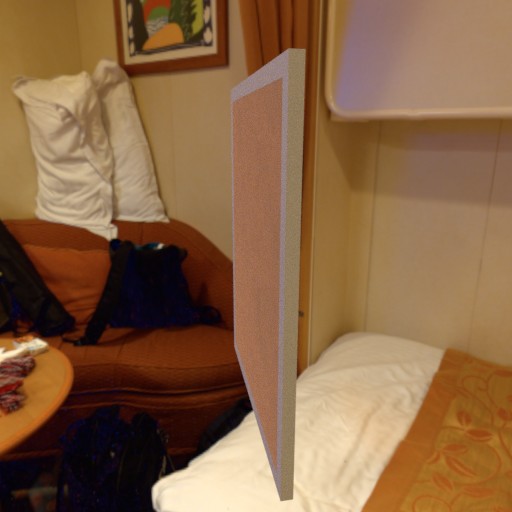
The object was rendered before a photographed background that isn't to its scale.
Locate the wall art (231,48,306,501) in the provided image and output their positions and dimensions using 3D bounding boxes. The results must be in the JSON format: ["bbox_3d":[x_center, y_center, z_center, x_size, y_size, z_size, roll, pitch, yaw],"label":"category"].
[{"bbox_3d":[0.000,0.000,1.072,0.026,0.811,0.661,-3,16,-10],"label":"wall art"}]
